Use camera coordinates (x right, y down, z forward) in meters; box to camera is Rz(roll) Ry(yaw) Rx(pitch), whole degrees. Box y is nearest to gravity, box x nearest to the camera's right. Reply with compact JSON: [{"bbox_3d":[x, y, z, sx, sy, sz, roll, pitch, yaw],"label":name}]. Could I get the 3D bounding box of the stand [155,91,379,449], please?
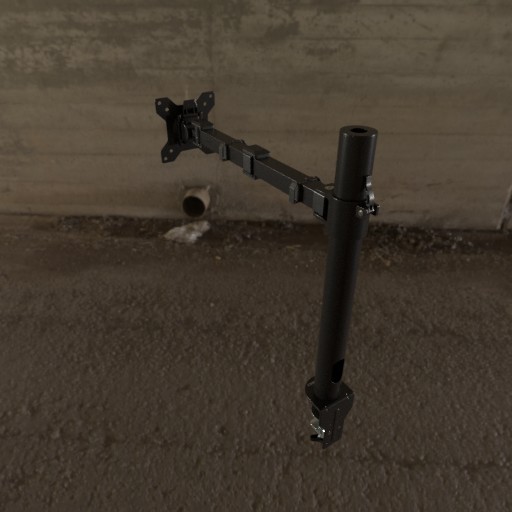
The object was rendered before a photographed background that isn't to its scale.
[{"bbox_3d":[0.000,0.000,0.730,0.115,0.510,0.456,-19,37,-27],"label":"stand"}]
